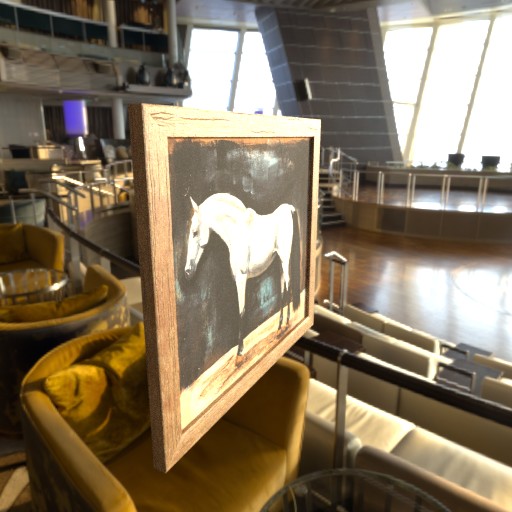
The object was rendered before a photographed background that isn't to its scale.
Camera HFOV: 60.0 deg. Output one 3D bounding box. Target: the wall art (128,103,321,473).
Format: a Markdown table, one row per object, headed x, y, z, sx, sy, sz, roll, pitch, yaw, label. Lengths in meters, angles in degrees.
| x | y | z | sx | sy | sz | roll | pitch | yaw | label |
| --- | --- | --- | --- | --- | --- | --- | --- | --- | --- |
| 0.000 | 0.000 | 0.965 | 0.026 | 0.588 | 0.690 | 8 | 17 | 27 | wall art |
